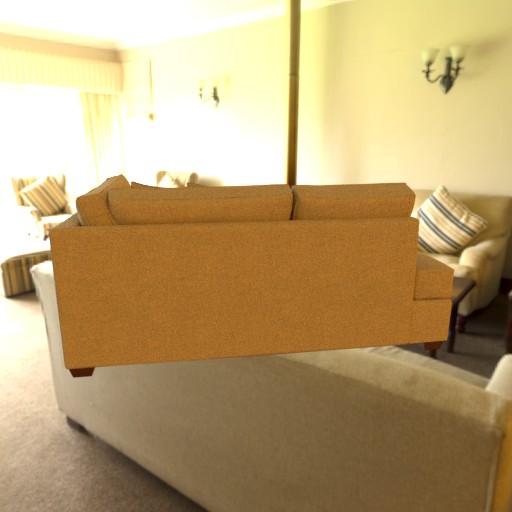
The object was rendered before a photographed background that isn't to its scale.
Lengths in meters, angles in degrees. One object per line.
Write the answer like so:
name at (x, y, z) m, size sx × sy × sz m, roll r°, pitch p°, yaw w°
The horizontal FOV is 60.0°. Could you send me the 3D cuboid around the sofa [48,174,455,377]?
sofa at (0.000, 0.000, 2.925) m, size 2.238 × 1.019 × 1.110 m, roll -2°, pitch 15°, yaw -9°
